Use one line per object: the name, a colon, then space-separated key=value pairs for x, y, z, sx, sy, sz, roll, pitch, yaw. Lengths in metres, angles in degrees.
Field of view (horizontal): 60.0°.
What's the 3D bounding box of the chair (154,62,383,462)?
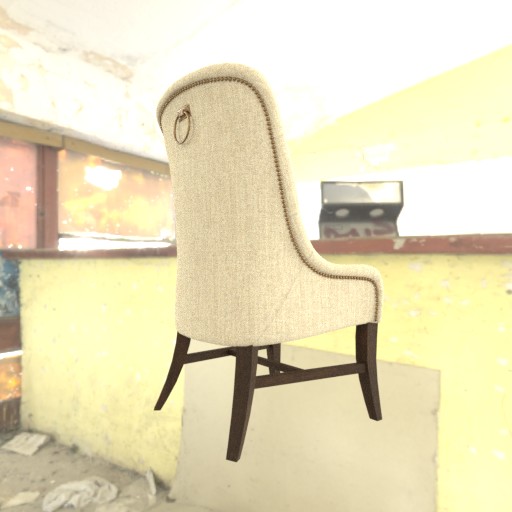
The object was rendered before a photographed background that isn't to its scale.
chair: x=0.000 y=0.000 z=1.535 sx=0.629 sy=1.091 sz=0.634 roll=1 pitch=-1 yaw=-36
